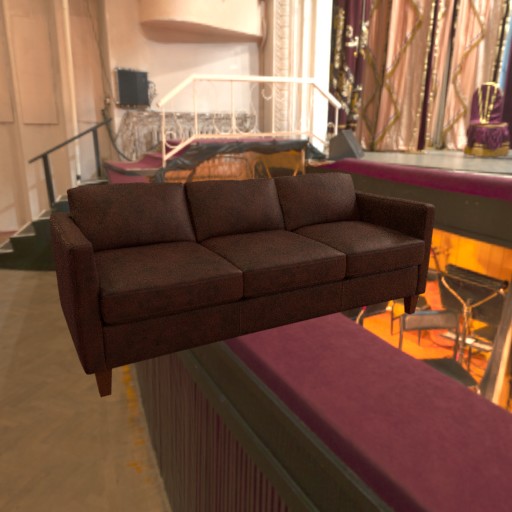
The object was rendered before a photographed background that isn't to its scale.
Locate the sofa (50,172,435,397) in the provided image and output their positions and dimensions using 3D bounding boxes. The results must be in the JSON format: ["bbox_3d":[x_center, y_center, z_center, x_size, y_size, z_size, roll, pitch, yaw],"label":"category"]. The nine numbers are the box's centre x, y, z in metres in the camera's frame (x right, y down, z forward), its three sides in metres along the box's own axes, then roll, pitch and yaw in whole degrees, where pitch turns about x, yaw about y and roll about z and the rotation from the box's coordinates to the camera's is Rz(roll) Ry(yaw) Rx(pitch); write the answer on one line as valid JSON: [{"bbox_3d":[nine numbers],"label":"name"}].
[{"bbox_3d":[0.000,0.000,3.044,2.464,1.006,1.045,-8,18,-28],"label":"sofa"}]
